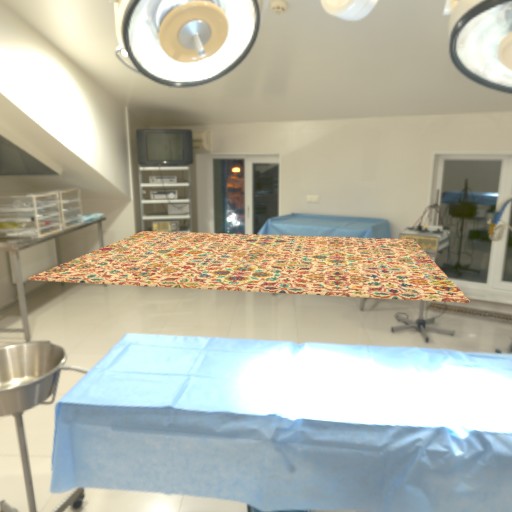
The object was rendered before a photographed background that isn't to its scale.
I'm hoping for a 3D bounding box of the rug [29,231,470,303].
[{"bbox_3d":[0.000,0.000,2.398,1.838,0.013,1.226,2,13,9],"label":"rug"}]
